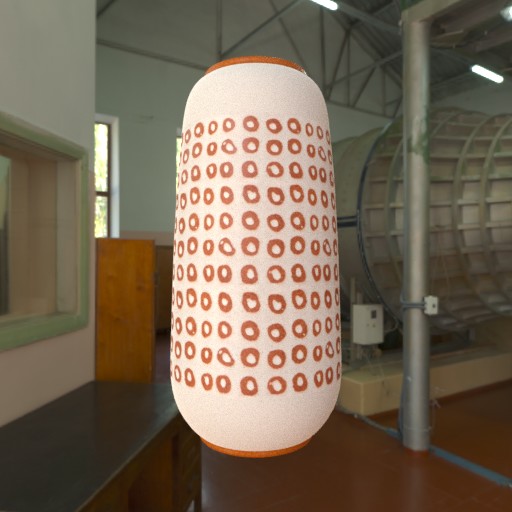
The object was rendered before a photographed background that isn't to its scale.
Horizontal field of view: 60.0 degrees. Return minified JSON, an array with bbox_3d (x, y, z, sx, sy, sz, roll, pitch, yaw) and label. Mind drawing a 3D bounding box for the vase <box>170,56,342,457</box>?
[{"bbox_3d":[0.000,0.000,0.352,0.133,0.282,0.133,0,0,0],"label":"vase"}]
